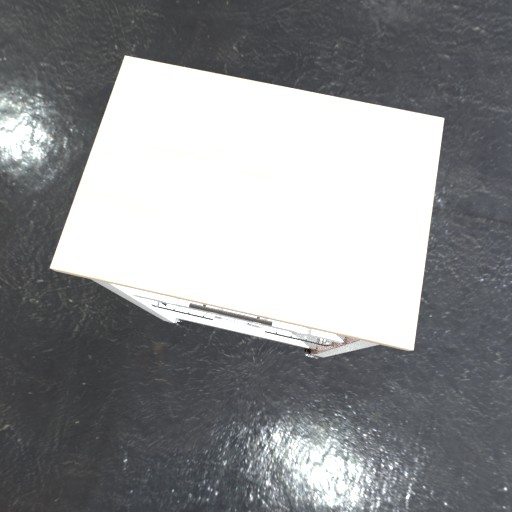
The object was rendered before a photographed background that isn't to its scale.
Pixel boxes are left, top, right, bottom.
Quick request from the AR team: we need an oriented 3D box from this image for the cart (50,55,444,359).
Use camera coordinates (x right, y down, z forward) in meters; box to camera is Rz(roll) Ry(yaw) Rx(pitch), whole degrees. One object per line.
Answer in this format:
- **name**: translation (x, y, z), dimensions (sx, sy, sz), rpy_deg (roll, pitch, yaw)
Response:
- **cart**: translation (0.000, 0.000, 1.148), dimensions (0.578, 0.857, 0.406), rpy_deg (12, 76, 3)
